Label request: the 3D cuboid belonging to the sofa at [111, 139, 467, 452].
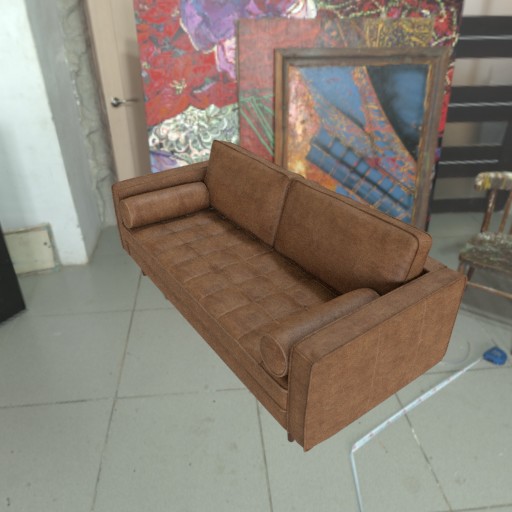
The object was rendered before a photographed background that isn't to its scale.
[{"bbox_3d":[0.000,0.000,2.433,0.924,0.825,1.920,-20,37,-30],"label":"sofa"}]
